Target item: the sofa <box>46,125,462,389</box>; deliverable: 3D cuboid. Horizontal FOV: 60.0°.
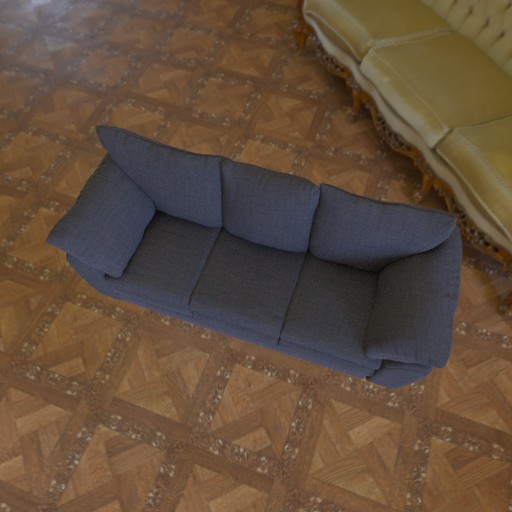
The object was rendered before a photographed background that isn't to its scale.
[{"bbox_3d":[0.000,0.000,2.786,2.336,1.080,0.883,16,59,10],"label":"sofa"}]
